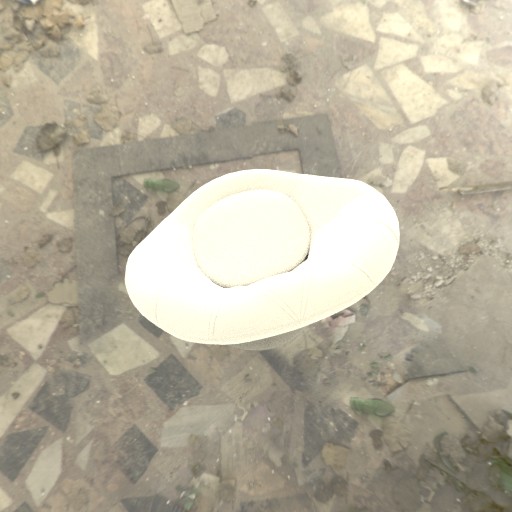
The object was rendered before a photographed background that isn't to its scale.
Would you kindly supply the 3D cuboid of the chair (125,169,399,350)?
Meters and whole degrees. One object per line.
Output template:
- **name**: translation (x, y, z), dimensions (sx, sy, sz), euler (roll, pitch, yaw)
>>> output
- **chair**: translation (0.000, 0.000, 1.822), dimensions (0.940, 1.261, 0.736), euler (-18, 76, -5)
